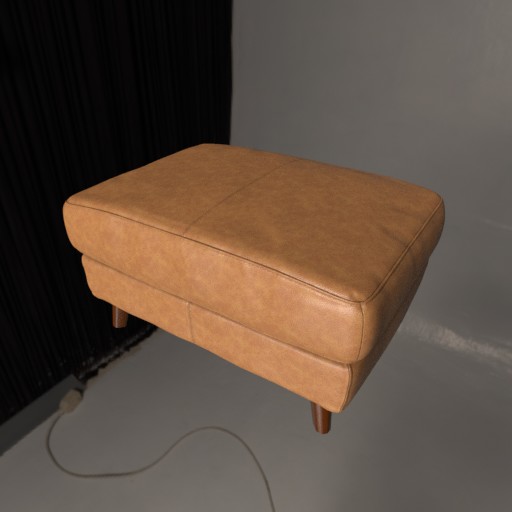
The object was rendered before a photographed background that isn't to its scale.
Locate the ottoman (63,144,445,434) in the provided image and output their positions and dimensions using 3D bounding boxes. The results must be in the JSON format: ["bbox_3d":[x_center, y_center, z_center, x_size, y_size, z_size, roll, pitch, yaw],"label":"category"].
[{"bbox_3d":[0.000,0.000,1.246,0.869,0.461,0.630,19,36,28],"label":"ottoman"}]
